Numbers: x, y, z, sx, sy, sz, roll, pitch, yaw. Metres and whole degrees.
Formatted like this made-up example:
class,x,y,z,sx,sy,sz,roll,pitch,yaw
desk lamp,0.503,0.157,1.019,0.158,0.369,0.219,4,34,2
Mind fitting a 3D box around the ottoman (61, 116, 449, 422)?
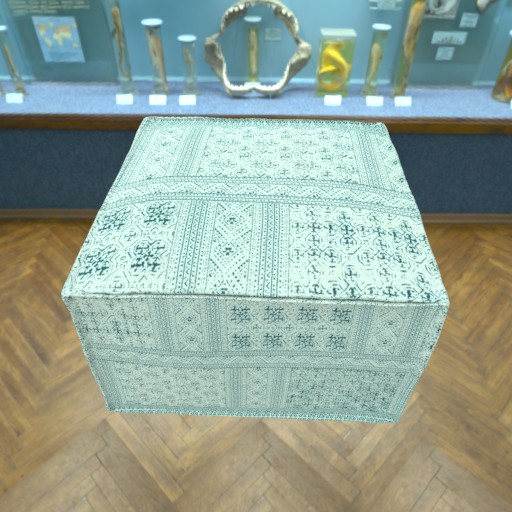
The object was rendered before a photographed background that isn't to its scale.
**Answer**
class,x,y,z,sx,sy,sz,roll,pitch,yaw
ottoman,0.000,0.000,1.023,0.626,0.439,0.617,1,43,2
